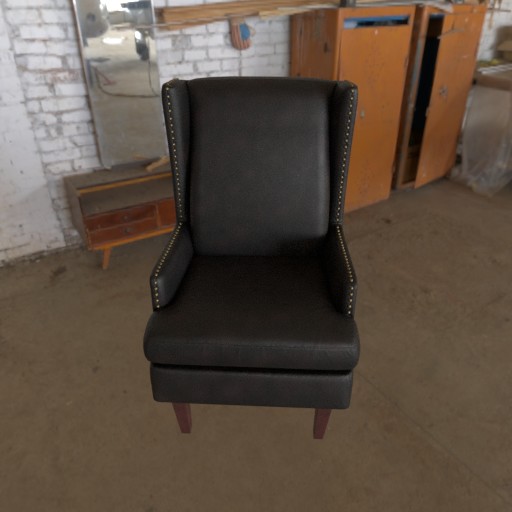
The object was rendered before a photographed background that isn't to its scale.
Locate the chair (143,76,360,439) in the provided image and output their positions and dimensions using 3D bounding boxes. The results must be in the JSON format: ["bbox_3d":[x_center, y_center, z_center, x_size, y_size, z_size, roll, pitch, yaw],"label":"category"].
[{"bbox_3d":[0.000,0.000,1.647,0.703,1.142,0.799,1,31,2],"label":"chair"}]
